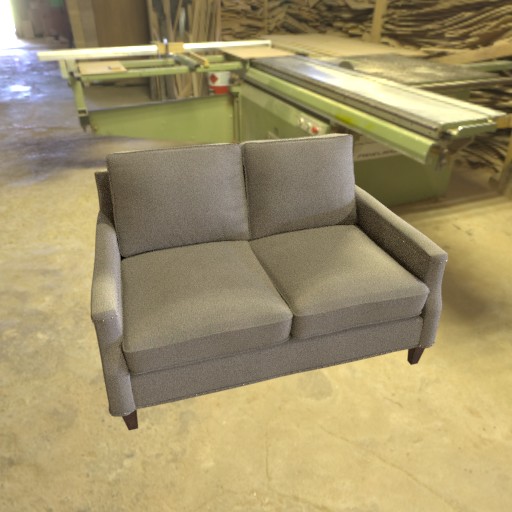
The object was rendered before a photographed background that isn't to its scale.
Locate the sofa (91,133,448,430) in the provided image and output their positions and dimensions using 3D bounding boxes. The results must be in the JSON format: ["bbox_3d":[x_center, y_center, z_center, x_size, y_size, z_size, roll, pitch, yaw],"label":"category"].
[{"bbox_3d":[0.000,0.000,2.302,1.597,1.003,1.084,-9,32,-14],"label":"sofa"}]
